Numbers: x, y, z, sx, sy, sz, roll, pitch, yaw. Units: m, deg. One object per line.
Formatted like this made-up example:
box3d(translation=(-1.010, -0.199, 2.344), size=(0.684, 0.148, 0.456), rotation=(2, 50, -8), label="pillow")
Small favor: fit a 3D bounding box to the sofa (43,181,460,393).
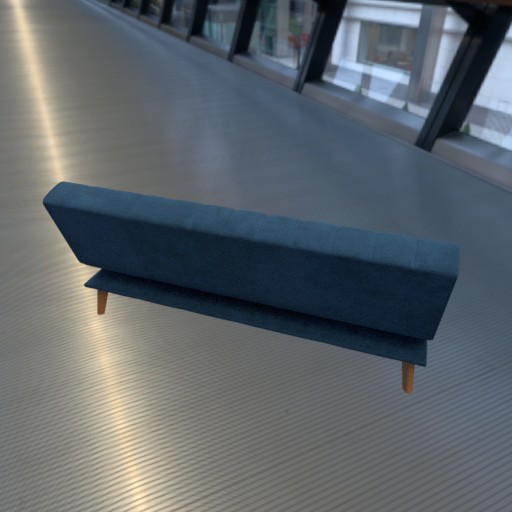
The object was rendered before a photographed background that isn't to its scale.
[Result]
box3d(translation=(0.000, 0.000, 2.335), size=(1.804, 0.813, 0.855), rotation=(11, 34, 16), label="sofa")
